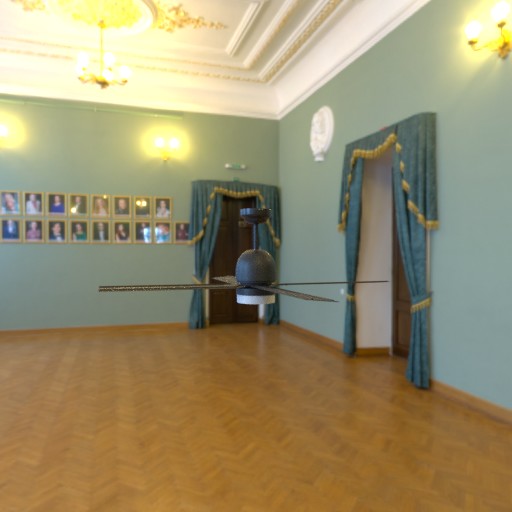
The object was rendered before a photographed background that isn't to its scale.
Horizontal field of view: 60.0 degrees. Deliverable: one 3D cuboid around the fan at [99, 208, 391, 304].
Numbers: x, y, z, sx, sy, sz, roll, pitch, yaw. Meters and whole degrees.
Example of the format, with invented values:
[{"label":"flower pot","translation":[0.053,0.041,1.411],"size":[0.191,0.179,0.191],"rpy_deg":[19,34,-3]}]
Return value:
[{"label":"fan","translation":[0.000,0.000,1.969],"size":[1.319,0.410,1.319],"rpy_deg":[0,1,-19]}]
